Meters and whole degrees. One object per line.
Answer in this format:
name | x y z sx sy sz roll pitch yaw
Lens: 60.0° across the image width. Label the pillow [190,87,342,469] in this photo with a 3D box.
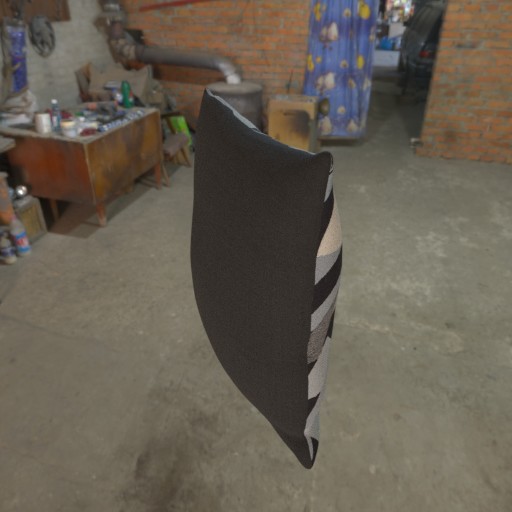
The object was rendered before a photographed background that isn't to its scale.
pillow | 0.000 0.000 0.767 0.208 0.496 0.503 -11 31 -18
